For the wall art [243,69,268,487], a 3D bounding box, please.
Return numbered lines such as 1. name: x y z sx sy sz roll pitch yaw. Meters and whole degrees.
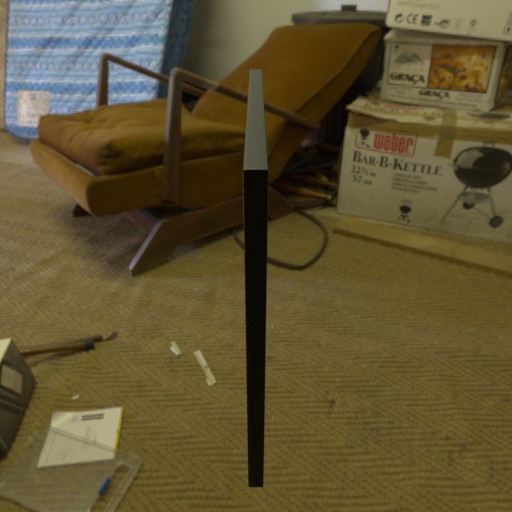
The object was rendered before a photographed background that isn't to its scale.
1. wall art: 0.000 0.000 0.671 0.022 0.453 0.456 0 32 0
